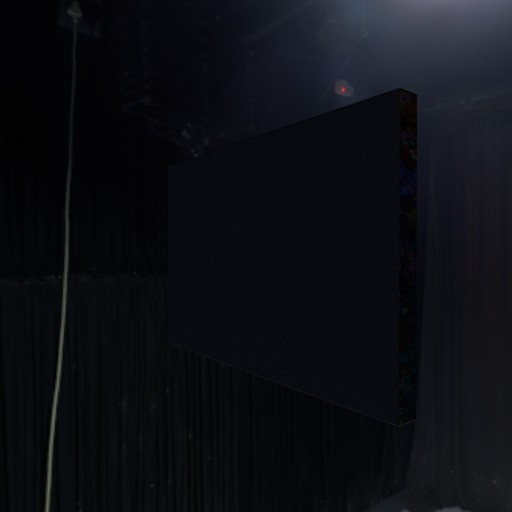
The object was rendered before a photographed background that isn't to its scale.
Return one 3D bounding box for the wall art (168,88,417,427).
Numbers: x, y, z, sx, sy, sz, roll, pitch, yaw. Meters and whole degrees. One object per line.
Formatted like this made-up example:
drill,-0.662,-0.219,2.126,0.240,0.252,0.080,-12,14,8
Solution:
wall art,0.000,0.000,0.783,0.037,0.406,0.610,0,1,-38
